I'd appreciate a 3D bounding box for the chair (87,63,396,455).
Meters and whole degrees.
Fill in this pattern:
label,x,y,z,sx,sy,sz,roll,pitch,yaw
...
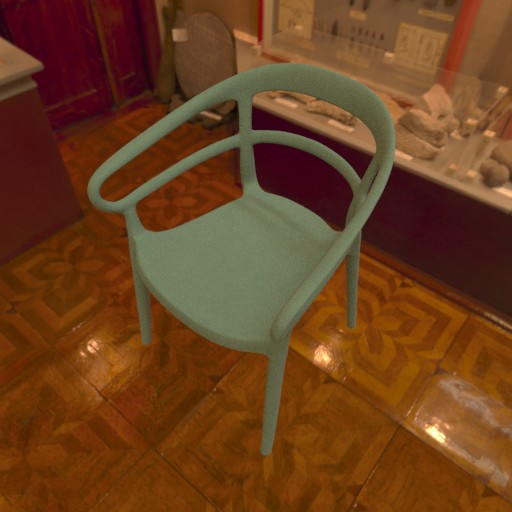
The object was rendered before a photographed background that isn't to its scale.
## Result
label,x,y,z,sx,sy,sz,roll,pitch,yaw
chair,0.000,0.000,1.113,0.559,0.761,0.527,33,55,27
